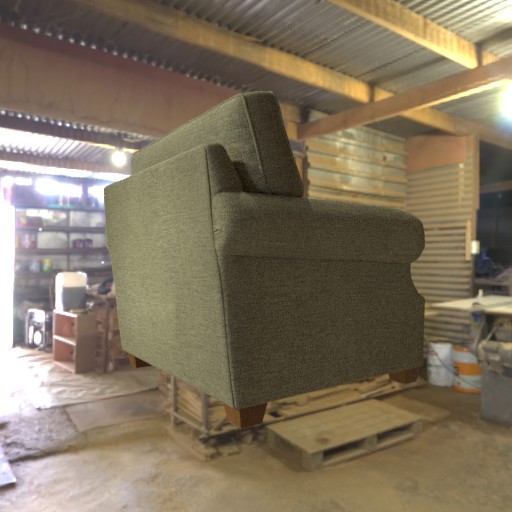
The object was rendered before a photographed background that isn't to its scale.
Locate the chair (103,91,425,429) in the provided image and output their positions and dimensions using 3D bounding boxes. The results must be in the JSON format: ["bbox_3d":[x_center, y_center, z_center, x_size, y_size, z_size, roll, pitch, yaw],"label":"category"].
[{"bbox_3d":[0.000,0.000,1.799,0.965,0.961,1.092,0,0,-35],"label":"chair"}]
